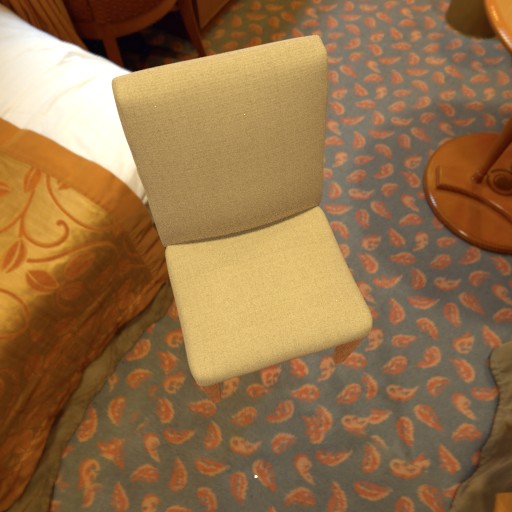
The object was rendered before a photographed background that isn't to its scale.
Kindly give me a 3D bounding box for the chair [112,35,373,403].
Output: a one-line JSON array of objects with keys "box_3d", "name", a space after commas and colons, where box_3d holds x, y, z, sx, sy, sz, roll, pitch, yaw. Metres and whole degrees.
[{"box_3d": [0.000, 0.000, 1.245, 0.507, 0.911, 0.586, -15, 65, -8], "name": "chair"}]
